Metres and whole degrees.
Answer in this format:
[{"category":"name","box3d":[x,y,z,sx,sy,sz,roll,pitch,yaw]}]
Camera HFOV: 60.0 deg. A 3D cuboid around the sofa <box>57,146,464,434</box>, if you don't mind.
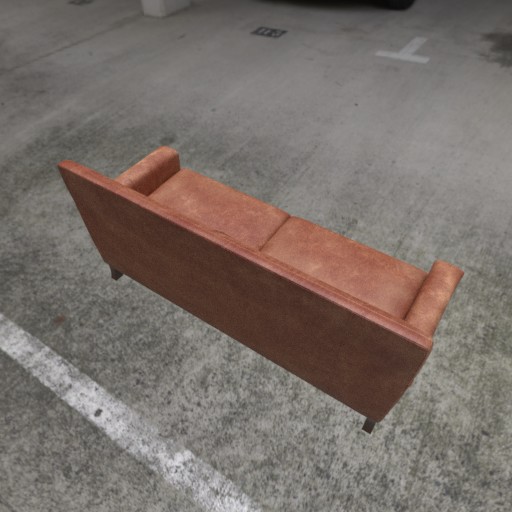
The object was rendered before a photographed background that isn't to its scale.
[{"category":"sofa","box3d":[0.000,0.000,2.531,2.053,0.947,0.805,26,52,23]}]
